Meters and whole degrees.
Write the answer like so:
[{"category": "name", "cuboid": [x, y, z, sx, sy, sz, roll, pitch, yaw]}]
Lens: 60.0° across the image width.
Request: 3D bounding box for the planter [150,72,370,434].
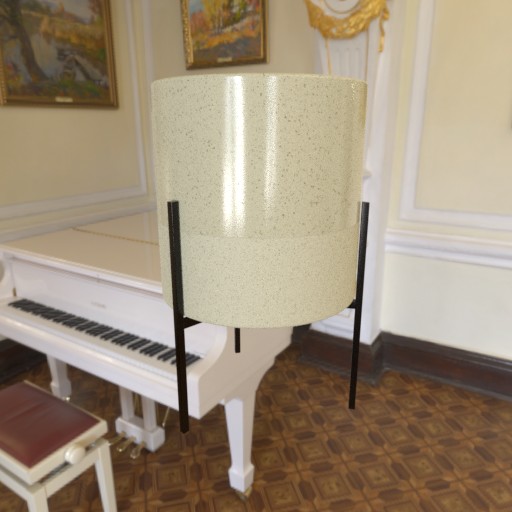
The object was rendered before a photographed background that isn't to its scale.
[{"category": "planter", "cuboid": [0.000, 0.000, 0.538, 0.234, 0.390, 0.243, 15, 22, 42]}]
